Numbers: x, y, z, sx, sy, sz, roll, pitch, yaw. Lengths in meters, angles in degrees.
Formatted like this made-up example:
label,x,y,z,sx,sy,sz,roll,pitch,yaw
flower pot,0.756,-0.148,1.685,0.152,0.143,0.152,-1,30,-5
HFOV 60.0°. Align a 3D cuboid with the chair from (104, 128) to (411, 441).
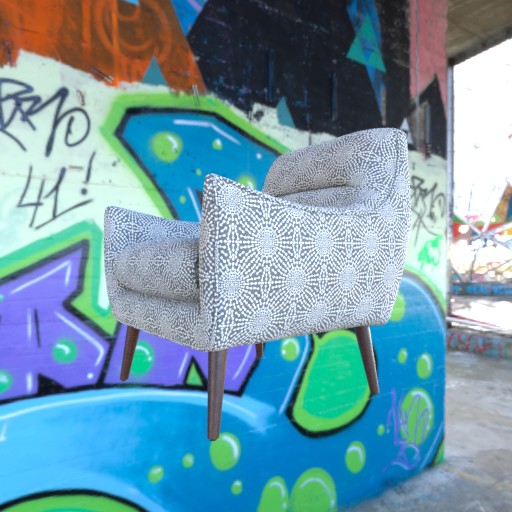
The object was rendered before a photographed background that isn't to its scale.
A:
label,x,y,z,sx,sy,sz,roll,pitch,yaw
chair,0.000,0.000,1.447,0.787,0.838,0.762,0,0,-36
